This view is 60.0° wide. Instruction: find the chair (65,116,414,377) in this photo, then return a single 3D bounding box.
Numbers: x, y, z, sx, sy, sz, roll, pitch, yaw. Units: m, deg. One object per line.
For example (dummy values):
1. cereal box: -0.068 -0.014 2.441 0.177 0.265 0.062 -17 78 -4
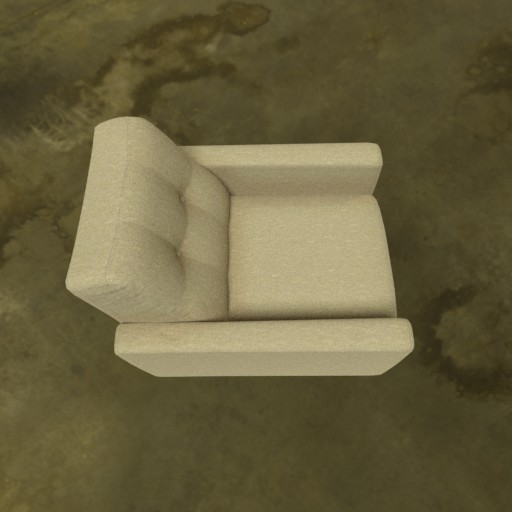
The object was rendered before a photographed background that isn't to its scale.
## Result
1. chair: 0.000 0.000 1.825 1.128 0.965 0.897 -1 64 0
